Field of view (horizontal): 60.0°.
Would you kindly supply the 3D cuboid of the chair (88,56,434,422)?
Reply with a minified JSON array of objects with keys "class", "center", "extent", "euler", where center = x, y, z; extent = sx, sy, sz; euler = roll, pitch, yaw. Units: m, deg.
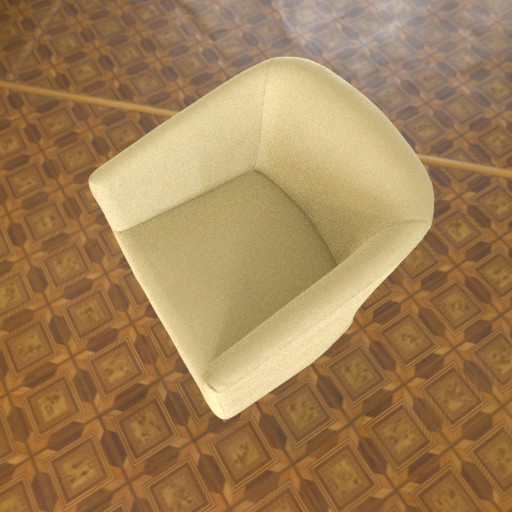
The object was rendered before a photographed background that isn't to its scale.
[{"class":"chair","center":[0.000,0.000,1.293],"extent":[0.657,0.822,0.643],"euler":[-30,68,-14]}]
